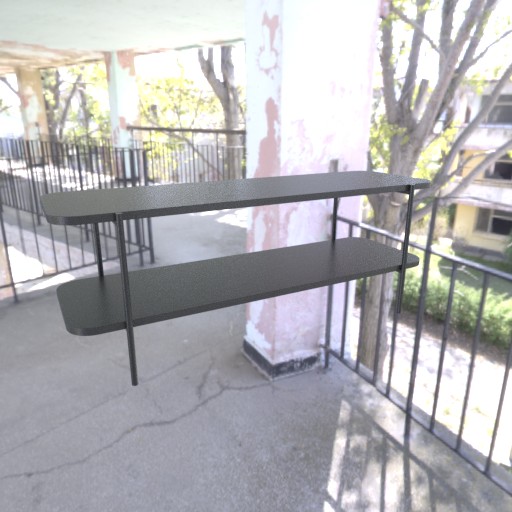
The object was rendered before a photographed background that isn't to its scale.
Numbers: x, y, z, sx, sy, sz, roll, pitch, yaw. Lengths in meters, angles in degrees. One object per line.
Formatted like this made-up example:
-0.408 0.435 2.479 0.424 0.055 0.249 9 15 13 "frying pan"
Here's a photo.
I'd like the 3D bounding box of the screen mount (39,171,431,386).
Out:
0.000 0.000 1.435 1.200 0.447 0.400 -9 20 -27 "screen mount"
